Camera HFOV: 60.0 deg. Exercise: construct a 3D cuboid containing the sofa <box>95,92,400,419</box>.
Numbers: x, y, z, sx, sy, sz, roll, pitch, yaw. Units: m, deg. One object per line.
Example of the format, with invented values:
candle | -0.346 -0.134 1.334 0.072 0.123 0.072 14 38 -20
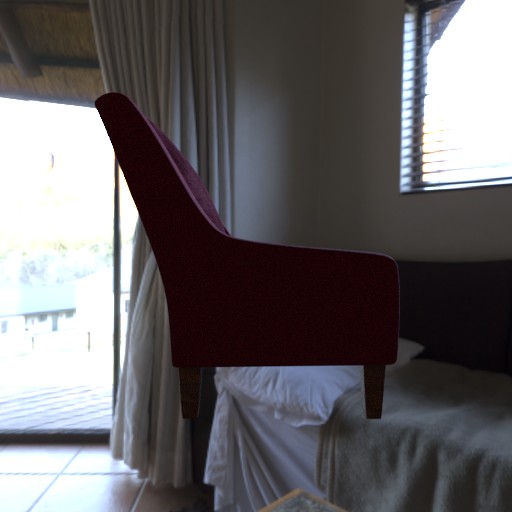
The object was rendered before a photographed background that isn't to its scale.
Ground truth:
sofa | 0.000 0.000 1.903 0.946 0.976 1.242 0 0 0
